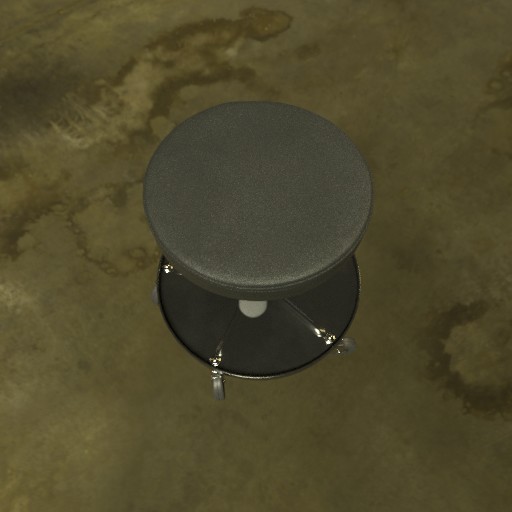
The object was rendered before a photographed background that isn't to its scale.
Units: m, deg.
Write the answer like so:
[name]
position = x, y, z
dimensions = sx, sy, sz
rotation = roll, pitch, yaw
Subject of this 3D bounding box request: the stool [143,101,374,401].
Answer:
[stool]
position = 0.000, 0.000, 0.676
dimensions = 0.381, 0.365, 0.382
rotation = 2, 63, 1
